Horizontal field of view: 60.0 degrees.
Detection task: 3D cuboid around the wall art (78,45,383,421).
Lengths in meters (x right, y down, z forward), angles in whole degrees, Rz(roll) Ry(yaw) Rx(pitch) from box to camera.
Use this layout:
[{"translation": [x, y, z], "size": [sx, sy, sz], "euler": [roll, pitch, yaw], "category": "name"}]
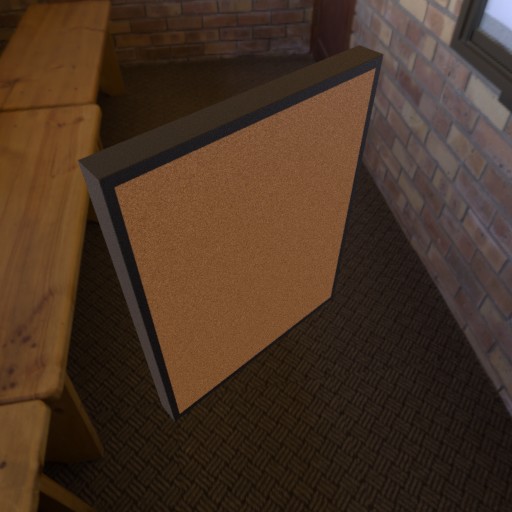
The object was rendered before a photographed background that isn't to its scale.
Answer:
[{"translation": [0.000, 0.000, 0.491], "size": [0.294, 0.369, 0.030], "euler": [-33, 55, -27], "category": "wall art"}]
